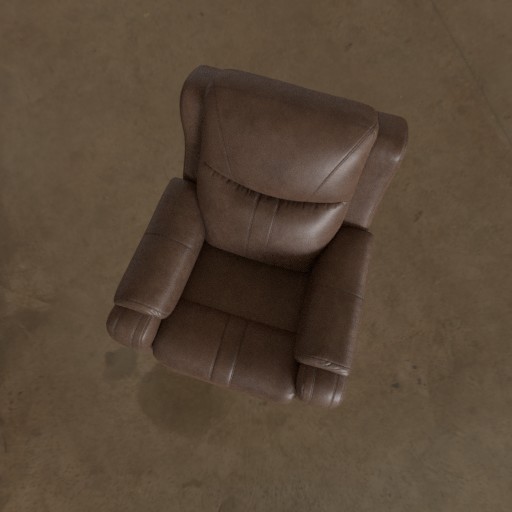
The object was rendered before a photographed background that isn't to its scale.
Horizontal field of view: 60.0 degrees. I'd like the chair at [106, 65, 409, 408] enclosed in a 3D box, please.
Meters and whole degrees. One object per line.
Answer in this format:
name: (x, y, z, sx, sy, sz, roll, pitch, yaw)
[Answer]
chair: (0.000, 0.000, 1.767, 0.940, 0.990, 1.067, 17, 76, 4)
